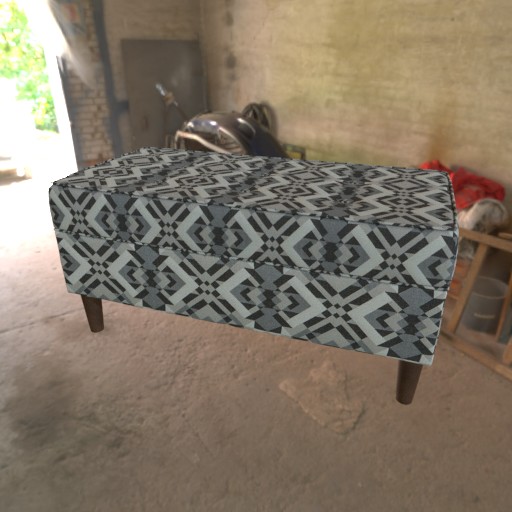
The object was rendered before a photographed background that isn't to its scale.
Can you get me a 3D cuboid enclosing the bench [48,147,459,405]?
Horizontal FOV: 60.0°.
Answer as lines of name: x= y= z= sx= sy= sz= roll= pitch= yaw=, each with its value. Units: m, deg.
bench: x=0.000 y=0.000 z=1.297 sx=1.016 sy=0.477 sz=0.492 roll=9 pitch=27 yaw=17
